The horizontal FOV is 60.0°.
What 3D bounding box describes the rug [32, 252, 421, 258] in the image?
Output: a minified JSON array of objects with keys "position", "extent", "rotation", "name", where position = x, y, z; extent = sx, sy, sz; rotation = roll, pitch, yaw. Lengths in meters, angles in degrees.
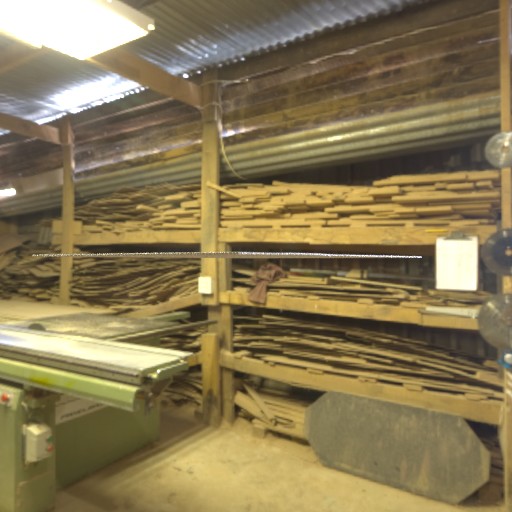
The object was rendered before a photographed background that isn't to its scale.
[{"position":[0.000,0.000,2.415],"extent":[1.232,0.015,1.825],"rotation":[0,-1,37],"name":"rug"}]
